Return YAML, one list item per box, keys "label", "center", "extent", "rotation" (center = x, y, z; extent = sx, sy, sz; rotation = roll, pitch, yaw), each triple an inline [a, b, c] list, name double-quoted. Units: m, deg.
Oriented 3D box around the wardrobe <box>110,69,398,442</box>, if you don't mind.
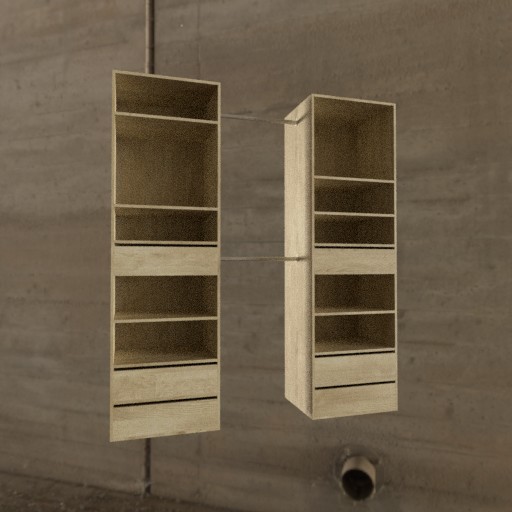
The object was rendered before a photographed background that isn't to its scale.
- label: "wardrobe"
  center: [0.000, 0.000, 2.864]
  extent: [1.770, 2.000, 0.480]
  rotation: [0, -1, -17]
